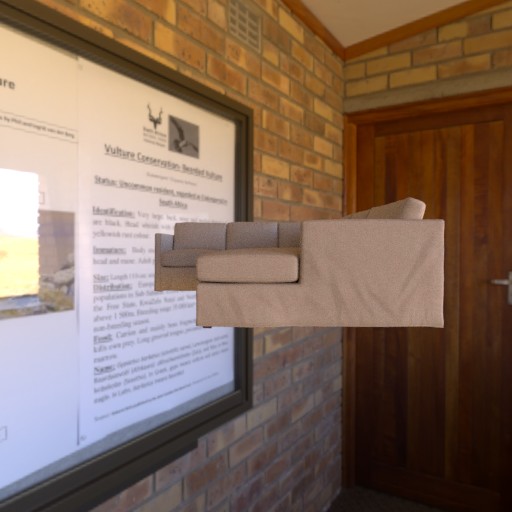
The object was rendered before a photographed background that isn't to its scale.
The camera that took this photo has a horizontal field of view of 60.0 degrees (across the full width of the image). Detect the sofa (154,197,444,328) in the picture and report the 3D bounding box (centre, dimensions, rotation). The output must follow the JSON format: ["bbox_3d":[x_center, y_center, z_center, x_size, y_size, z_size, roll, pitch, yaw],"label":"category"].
[{"bbox_3d":[0.000,0.000,4.525,2.427,0.882,3.460,0,1,0],"label":"sofa"}]
